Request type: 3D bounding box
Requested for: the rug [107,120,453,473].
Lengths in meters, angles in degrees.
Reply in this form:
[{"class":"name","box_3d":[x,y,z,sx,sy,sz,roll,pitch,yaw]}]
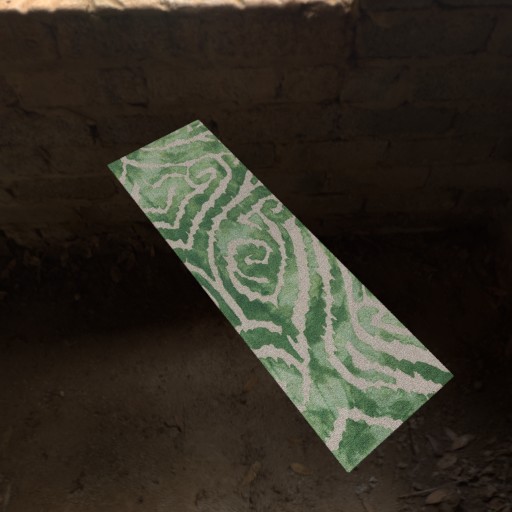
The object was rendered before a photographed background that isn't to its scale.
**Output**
[{"class":"rug","box_3d":[0.000,0.000,2.716,0.761,0.006,2.438,-33,64,-18]}]
